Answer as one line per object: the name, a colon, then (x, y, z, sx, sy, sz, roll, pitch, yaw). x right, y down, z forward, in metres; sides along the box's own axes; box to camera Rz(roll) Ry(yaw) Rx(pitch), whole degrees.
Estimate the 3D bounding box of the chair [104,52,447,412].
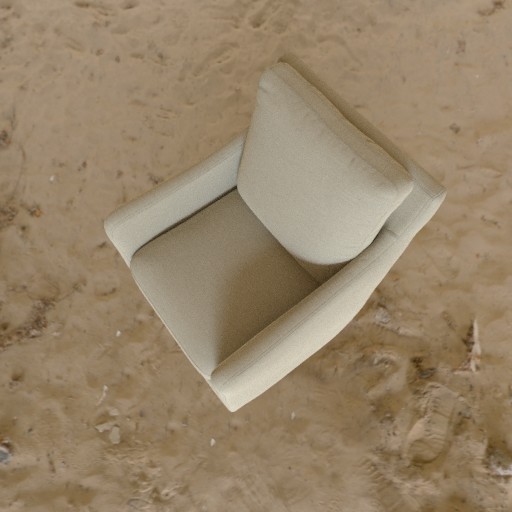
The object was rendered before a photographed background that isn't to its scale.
chair: (0.000, 0.000, 1.392, 0.694, 0.914, 0.626, -35, 69, -15)
